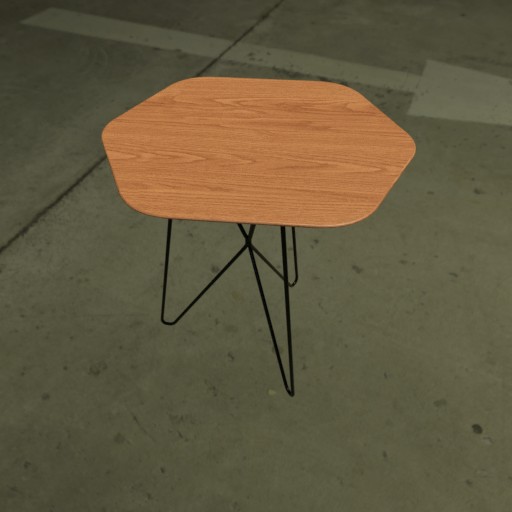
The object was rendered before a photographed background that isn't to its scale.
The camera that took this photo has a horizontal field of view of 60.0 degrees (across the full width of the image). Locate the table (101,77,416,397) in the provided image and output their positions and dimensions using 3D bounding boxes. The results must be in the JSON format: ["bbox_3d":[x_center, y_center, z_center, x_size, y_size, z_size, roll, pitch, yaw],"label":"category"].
[{"bbox_3d":[0.000,0.000,0.912,0.500,0.562,0.400,4,47,3],"label":"table"}]
